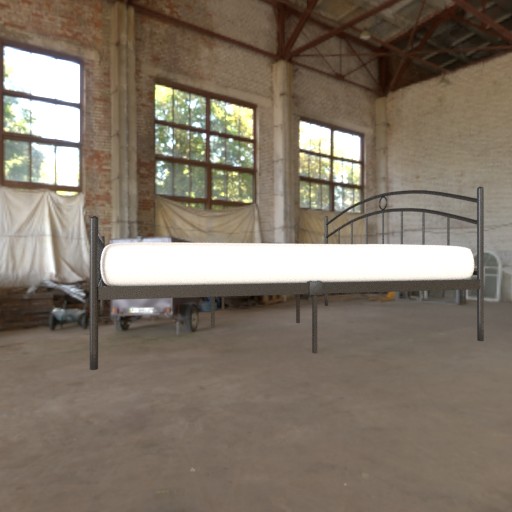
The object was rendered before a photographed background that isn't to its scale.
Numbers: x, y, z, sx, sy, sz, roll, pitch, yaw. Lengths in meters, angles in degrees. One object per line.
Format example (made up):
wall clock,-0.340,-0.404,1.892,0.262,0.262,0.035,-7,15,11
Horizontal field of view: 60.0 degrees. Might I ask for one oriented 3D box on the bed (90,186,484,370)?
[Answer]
bed,0.000,0.000,3.017,2.040,0.940,1.880,0,0,-18
